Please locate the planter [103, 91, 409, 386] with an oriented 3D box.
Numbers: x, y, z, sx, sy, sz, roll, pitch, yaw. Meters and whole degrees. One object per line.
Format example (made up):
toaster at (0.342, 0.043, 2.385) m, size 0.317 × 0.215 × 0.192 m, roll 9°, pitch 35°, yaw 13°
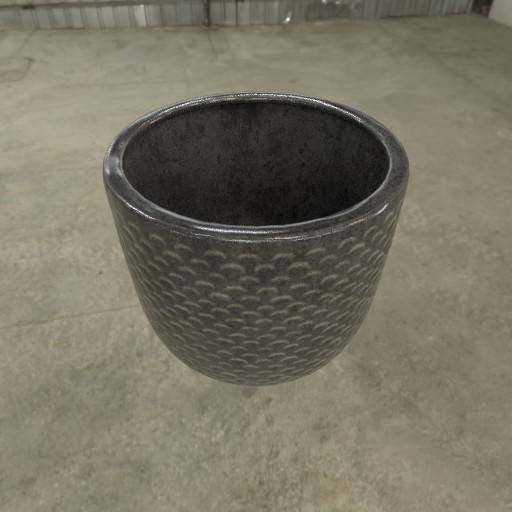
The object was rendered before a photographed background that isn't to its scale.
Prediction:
planter at (0.000, 0.000, 0.351) m, size 0.197 × 0.191 × 0.197 m, roll 0°, pitch 41°, yaw 0°
